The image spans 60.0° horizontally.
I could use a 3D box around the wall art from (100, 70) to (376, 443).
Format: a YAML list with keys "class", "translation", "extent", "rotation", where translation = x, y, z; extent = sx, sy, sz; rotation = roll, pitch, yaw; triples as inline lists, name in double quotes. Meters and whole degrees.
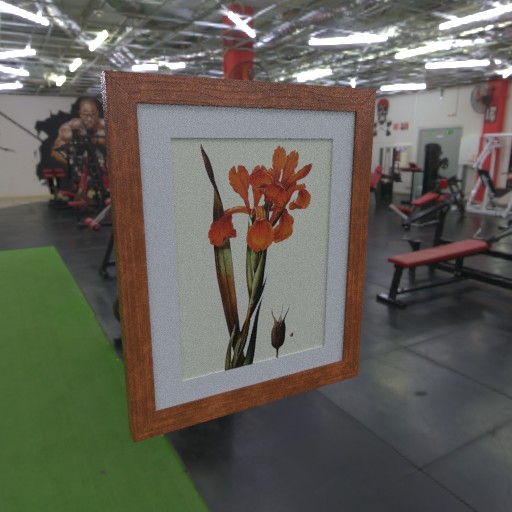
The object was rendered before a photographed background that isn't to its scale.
- class: "wall art"
  translation: [0.000, 0.000, 0.772]
  extent: [0.467, 0.567, 0.033]
  rotation: [-7, 16, -27]
